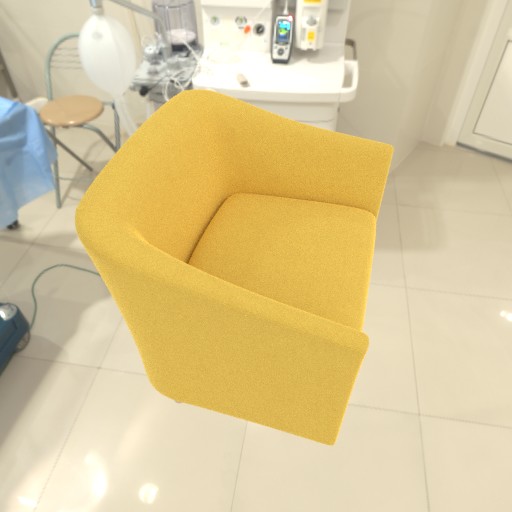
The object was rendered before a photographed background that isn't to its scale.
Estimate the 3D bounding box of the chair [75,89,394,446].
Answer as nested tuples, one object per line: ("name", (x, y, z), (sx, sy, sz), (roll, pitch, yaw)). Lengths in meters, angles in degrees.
("chair", (0.000, 0.000, 1.353), (0.700, 0.720, 0.790), (12, 47, 11))
